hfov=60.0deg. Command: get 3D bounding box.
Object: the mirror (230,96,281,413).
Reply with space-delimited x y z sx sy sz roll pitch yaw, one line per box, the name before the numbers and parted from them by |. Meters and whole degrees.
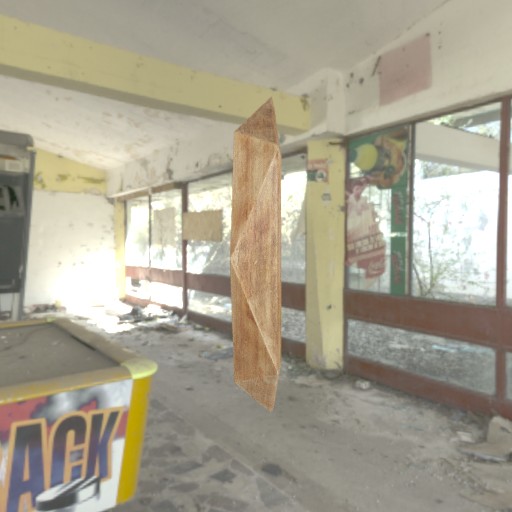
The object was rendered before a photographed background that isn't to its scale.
mirror | 0.000 0.000 1.090 0.091 0.779 0.675 0 1 0
